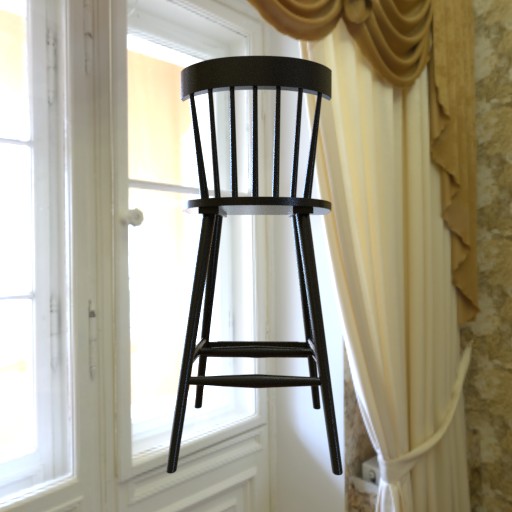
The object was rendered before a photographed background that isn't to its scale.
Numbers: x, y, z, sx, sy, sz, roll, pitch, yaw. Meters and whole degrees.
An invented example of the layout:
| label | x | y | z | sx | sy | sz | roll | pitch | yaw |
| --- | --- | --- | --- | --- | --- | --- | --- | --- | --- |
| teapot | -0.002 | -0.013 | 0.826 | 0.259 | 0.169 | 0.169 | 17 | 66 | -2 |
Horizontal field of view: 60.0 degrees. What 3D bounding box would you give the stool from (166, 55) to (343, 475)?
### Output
| label | x | y | z | sx | sy | sz | roll | pitch | yaw |
| --- | --- | --- | --- | --- | --- | --- | --- | --- | --- |
| stool | 0.000 | 0.000 | 1.347 | 0.482 | 1.092 | 0.483 | 0 | 1 | 1 |
